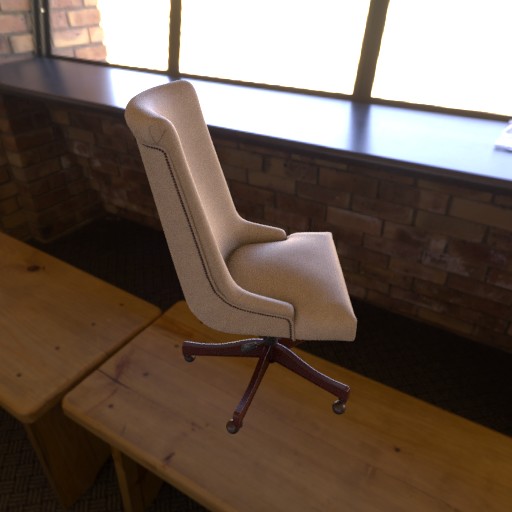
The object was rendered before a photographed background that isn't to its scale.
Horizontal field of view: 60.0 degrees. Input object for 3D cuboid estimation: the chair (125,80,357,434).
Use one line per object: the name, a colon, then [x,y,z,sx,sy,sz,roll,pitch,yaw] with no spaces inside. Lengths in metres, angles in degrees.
chair: [0.000,0.000,1.452,0.696,1.010,0.645,0,33,0]
